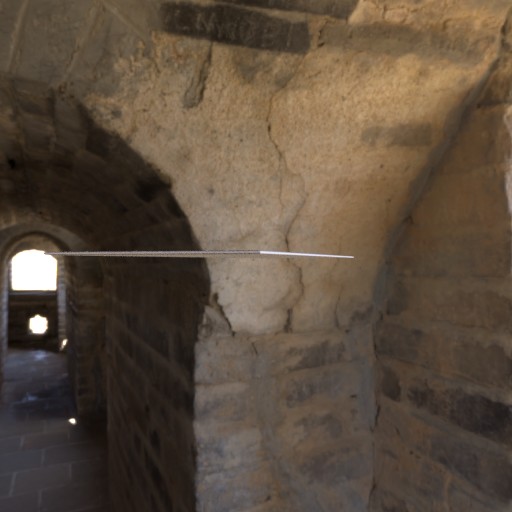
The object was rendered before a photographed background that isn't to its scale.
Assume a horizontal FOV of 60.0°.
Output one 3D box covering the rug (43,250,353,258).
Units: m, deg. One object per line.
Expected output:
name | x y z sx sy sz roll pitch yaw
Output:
rug | 0.000 0.000 2.657 0.864 0.012 2.388 0 -1 19
